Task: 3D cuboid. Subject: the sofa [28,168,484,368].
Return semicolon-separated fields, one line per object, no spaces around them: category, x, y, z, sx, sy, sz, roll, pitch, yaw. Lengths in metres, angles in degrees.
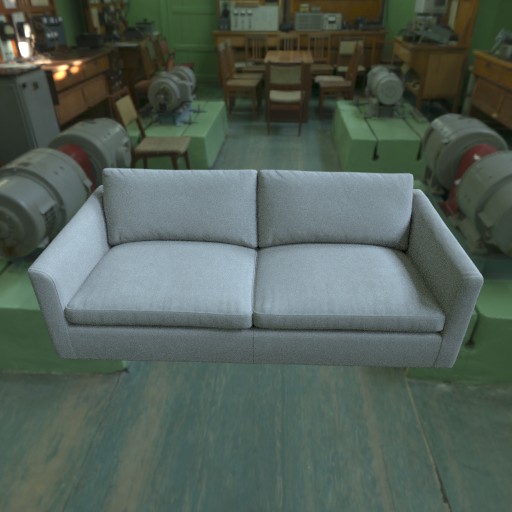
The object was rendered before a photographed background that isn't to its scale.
sofa;0.000;0.000;2.721;2.588;0.838;1.090;1;31;2
